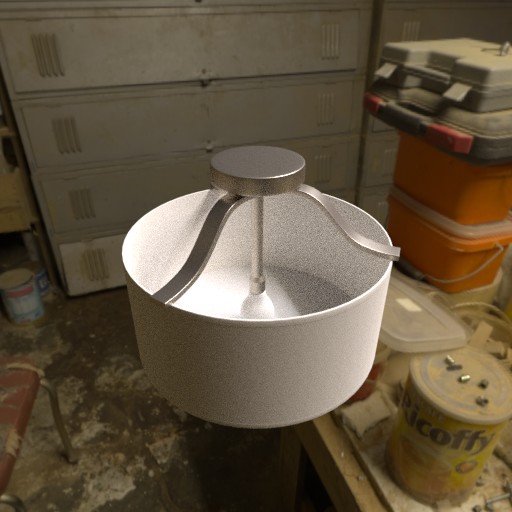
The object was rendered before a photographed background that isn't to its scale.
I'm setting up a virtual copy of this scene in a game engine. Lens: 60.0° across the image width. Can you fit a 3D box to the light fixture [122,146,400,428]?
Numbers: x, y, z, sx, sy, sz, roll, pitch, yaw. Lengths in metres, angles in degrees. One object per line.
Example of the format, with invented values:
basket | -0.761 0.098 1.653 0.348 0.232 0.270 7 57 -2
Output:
light fixture | 0.000 0.000 0.668 0.395 0.304 0.395 0 32 0
